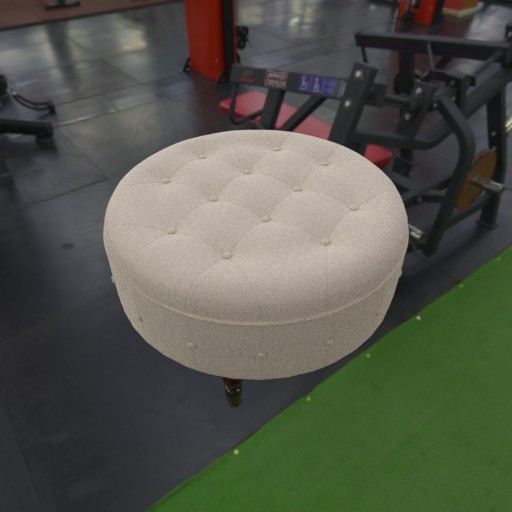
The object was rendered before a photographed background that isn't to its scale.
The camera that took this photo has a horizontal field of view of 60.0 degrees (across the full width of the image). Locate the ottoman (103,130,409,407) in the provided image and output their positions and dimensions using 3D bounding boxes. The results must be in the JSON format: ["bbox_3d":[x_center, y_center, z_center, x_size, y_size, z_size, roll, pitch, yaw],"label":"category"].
[{"bbox_3d":[0.000,0.000,1.381,0.848,0.494,0.848,0,41,0],"label":"ottoman"}]
